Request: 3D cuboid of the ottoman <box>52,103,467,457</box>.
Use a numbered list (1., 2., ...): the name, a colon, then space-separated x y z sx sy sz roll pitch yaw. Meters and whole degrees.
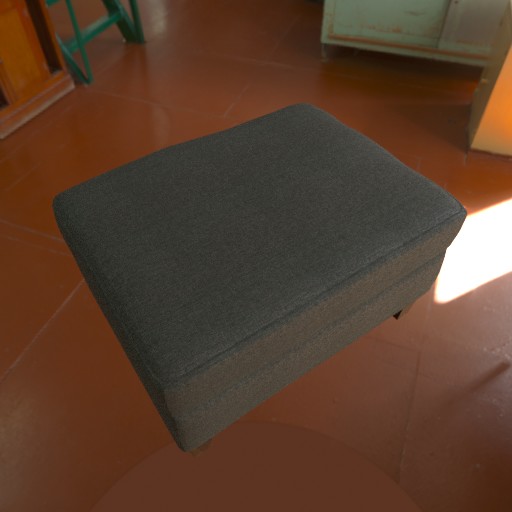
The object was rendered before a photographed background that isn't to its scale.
1. ottoman: 0.000 0.000 1.193 0.826 0.496 0.639 -27 53 -22
